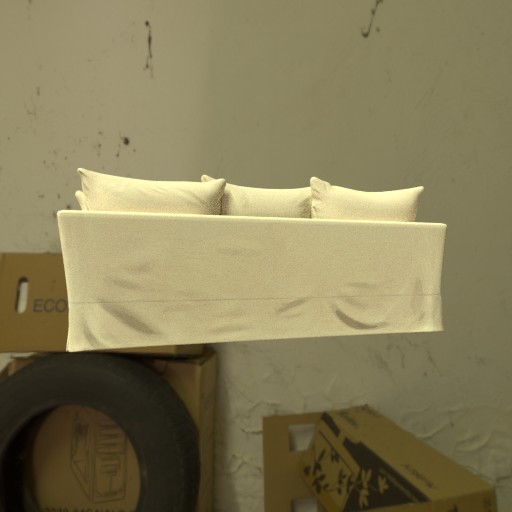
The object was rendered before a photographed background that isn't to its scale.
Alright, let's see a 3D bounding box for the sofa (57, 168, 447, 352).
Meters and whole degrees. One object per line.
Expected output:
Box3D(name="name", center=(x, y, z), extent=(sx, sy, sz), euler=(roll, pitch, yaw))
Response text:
Box3D(name="sofa", center=(0.000, 0.000, 3.138), extent=(2.484, 1.042, 1.030), euler=(0, -1, -18))
